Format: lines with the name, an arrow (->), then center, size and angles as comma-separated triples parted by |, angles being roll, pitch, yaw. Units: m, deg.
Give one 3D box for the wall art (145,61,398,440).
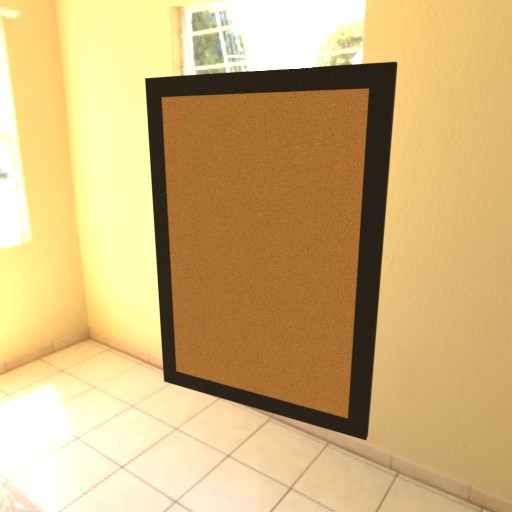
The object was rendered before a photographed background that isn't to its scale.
wall art -> 0.000, 0.000, 0.689 | 0.380, 0.534, 0.013 | 7, 17, 25
